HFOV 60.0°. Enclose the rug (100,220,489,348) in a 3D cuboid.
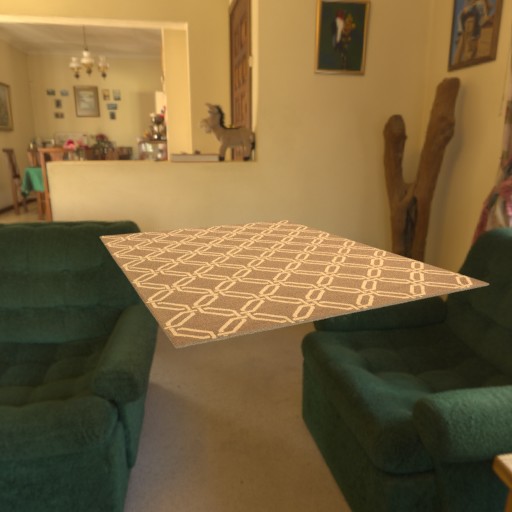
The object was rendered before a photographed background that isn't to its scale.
[{"bbox_3d":[0.000,0.000,3.923,2.288,0.018,2.895,-7,16,-25],"label":"rug"}]
